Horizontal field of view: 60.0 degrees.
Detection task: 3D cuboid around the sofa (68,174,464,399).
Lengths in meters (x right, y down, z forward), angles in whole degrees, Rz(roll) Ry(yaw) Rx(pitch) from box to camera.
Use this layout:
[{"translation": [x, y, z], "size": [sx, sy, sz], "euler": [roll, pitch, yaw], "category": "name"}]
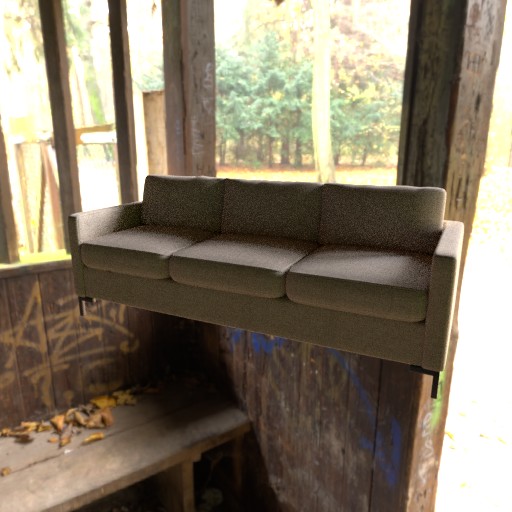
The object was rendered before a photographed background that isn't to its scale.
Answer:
[{"translation": [0.000, 0.000, 2.668], "size": [2.218, 0.874, 0.859], "euler": [7, 17, 25], "category": "sofa"}]
